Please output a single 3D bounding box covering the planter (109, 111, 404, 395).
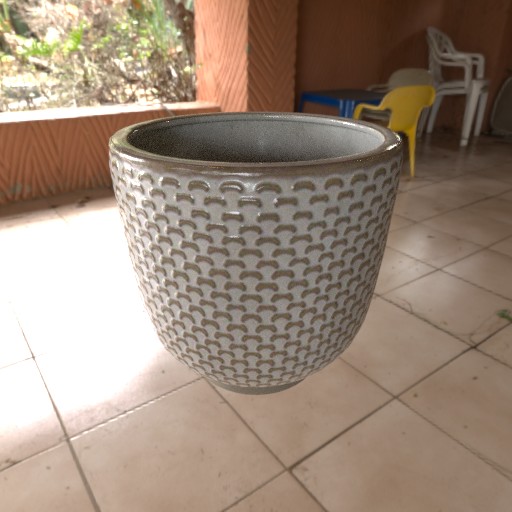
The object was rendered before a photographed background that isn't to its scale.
[{"bbox_3d":[0.000,0.000,0.345,0.197,0.191,0.197,0,26,0],"label":"planter"}]
